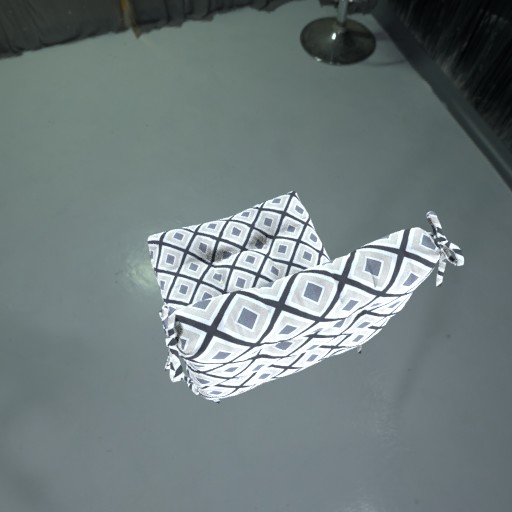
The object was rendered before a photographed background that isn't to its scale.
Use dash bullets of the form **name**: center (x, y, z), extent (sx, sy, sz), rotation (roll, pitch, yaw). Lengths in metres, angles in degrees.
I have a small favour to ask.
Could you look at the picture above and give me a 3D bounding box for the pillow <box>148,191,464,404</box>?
- **pillow**: center (0.000, 0.000, 1.016), extent (0.519, 0.605, 0.571), rotation (-19, 62, -10)
